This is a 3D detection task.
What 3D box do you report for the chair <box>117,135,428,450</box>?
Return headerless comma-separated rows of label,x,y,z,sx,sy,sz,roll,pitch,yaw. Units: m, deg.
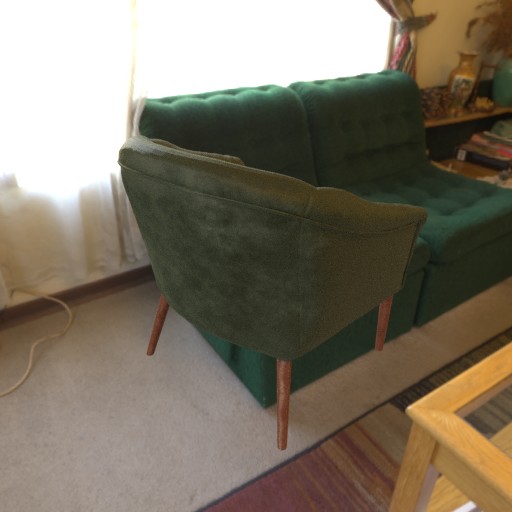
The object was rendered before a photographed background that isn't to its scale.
chair,0.000,0.000,1.483,0.851,0.885,0.776,23,37,34
